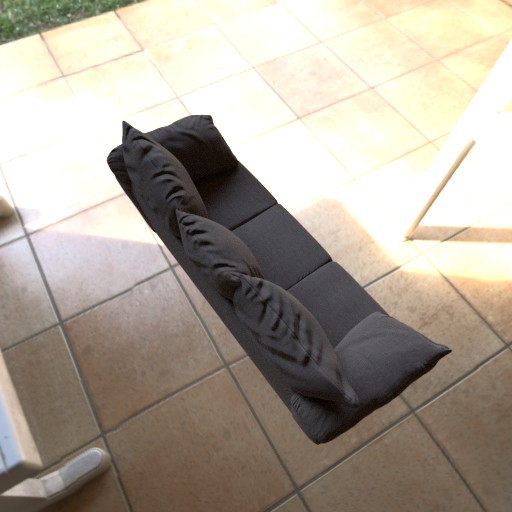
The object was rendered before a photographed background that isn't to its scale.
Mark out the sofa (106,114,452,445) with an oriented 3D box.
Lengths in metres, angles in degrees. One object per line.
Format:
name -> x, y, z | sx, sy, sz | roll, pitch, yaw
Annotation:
sofa -> 0.000, 0.000, 2.897 | 0.927, 1.043, 2.390 | -33, 65, -18
